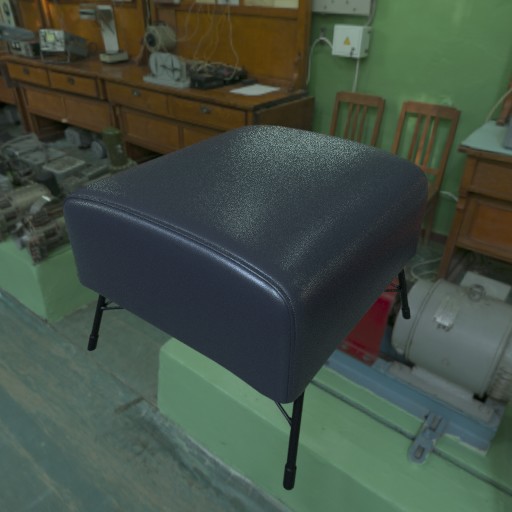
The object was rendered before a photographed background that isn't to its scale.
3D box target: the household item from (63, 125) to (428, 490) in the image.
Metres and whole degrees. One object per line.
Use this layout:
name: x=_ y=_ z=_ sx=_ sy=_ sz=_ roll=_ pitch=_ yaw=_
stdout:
household item: x=0.000 y=0.000 z=0.899 sx=0.530 sy=0.410 sz=0.530 roll=22 pitch=39 yaw=30
